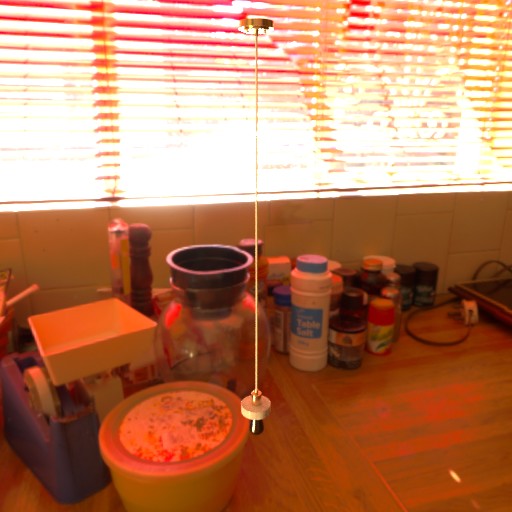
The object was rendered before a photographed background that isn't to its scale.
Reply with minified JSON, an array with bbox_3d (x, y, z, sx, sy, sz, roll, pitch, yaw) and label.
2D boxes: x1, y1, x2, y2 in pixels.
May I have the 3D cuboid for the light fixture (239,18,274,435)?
[{"bbox_3d":[0.000,0.000,1.753,0.129,1.669,0.129,16,23,42],"label":"light fixture"}]
